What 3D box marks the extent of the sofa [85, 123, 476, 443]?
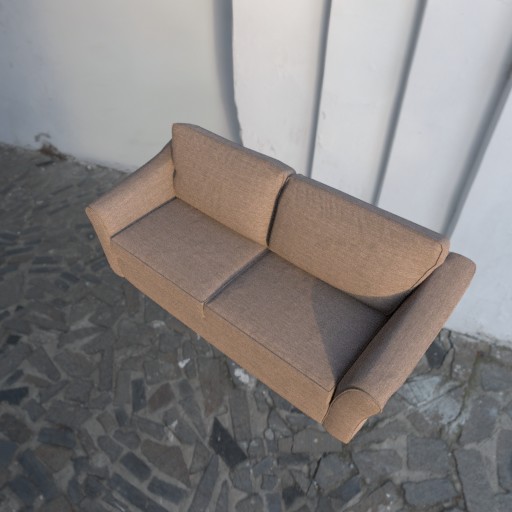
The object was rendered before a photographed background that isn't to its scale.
[{"bbox_3d":[0.000,0.000,2.774,2.270,0.965,0.980,30,52,27],"label":"sofa"}]
